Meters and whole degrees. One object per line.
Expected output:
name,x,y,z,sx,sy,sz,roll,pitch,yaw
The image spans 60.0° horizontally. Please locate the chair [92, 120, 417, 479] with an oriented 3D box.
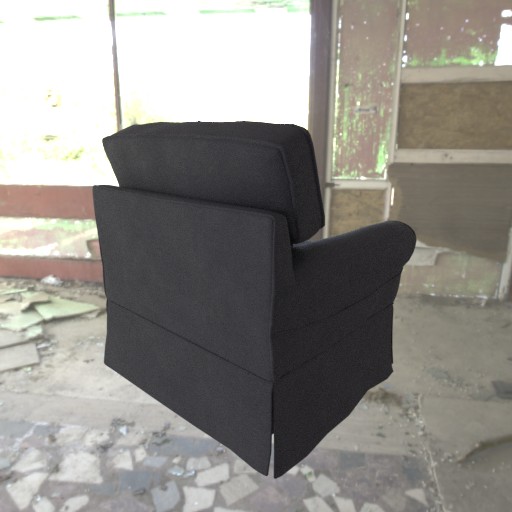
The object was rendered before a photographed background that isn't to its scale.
chair,0.000,0.000,1.967,1.119,1.140,1.002,15,21,42
